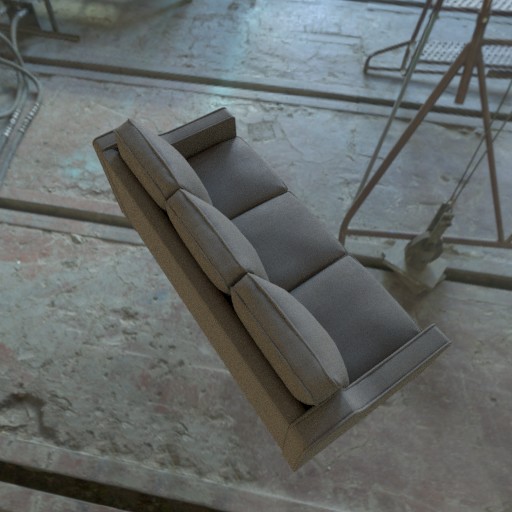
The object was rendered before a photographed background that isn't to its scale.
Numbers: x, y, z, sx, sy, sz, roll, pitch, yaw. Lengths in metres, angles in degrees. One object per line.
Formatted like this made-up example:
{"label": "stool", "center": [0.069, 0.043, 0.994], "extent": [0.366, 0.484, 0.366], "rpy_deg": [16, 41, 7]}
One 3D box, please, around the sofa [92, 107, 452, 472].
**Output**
{"label": "sofa", "center": [0.000, 0.000, 2.499], "extent": [0.911, 0.974, 1.986], "rpy_deg": [-30, 63, -17]}
